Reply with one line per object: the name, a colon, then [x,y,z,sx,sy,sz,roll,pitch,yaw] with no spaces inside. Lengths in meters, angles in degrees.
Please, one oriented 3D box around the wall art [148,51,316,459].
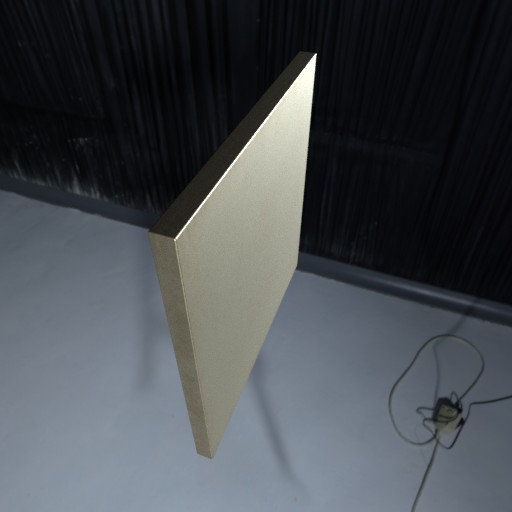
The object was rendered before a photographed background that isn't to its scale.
wall art: [0.000,0.000,0.757,0.030,0.506,0.503,15,46,15]
